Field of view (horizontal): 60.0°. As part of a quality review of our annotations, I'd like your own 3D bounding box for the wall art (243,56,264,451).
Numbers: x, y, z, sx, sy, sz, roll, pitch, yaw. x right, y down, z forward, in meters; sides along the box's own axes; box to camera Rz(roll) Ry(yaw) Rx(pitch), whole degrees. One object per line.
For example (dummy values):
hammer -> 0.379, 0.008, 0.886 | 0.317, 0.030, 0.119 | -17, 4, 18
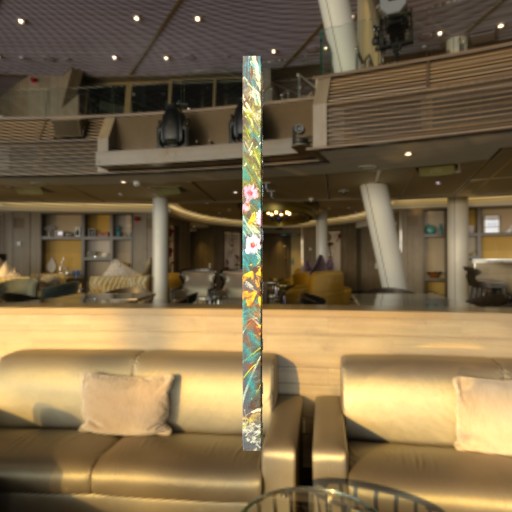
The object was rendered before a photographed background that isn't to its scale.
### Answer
wall art -> 0.000, 0.000, 1.420 | 0.042, 0.760, 1.136 | 0, -1, 1
